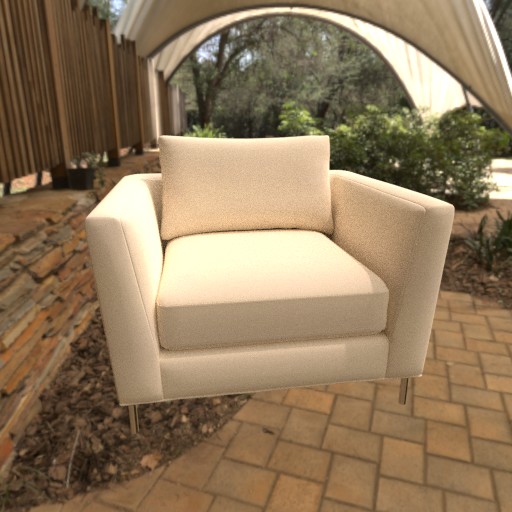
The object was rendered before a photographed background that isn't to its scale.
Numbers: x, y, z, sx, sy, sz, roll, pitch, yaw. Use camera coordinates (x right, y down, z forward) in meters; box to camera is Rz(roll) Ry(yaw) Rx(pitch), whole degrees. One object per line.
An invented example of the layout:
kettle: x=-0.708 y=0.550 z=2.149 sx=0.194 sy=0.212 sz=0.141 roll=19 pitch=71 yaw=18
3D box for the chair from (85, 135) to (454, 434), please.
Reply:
chair: x=0.000 y=0.000 z=1.678 sx=1.041 sy=0.865 sz=0.889 roll=-3 pitch=18 yaw=-9
